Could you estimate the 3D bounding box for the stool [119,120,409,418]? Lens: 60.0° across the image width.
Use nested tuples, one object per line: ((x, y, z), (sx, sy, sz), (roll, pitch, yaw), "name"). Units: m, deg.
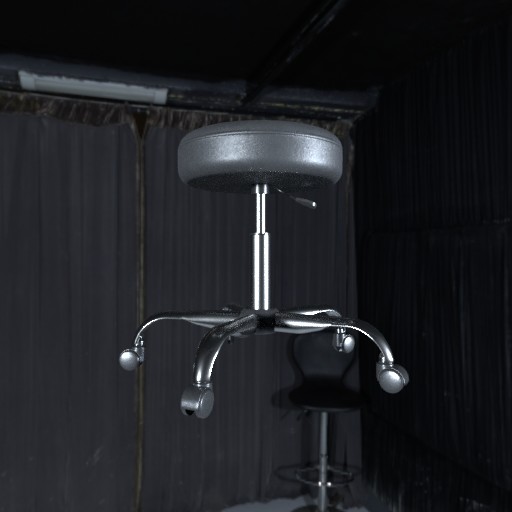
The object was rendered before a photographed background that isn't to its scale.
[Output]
((0.000, 0.000, 1.146), (0.673, 0.576, 0.638), (0, 1, -19), "stool")
